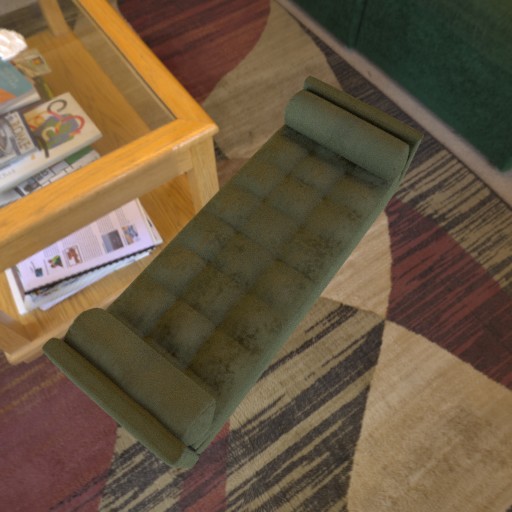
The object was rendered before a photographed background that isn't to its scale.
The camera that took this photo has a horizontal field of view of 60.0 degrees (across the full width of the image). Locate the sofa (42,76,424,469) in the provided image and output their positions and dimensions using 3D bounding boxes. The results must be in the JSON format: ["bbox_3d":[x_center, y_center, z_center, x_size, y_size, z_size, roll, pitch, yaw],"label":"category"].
[{"bbox_3d":[0.000,0.000,2.467,0.817,0.681,2.130,34,68,16],"label":"sofa"}]
